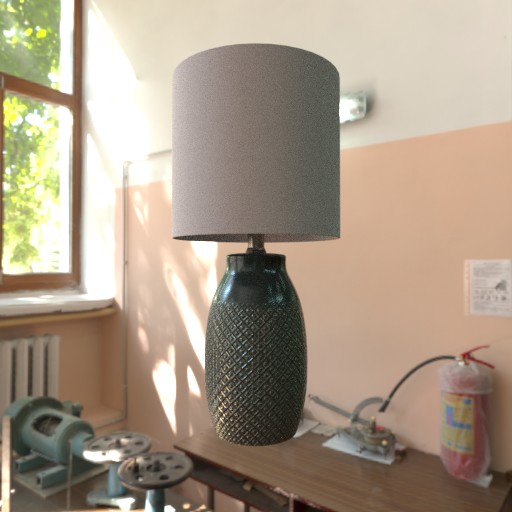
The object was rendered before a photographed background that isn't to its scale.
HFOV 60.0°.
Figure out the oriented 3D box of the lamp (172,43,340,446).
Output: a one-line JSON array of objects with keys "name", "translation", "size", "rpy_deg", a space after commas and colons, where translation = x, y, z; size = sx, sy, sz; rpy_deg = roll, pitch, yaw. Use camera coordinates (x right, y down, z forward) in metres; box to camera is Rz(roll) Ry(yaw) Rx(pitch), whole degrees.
[{"name": "lamp", "translation": [0.000, 0.000, 0.579], "size": [0.217, 0.453, 0.217], "rpy_deg": [0, -1, -17]}]
